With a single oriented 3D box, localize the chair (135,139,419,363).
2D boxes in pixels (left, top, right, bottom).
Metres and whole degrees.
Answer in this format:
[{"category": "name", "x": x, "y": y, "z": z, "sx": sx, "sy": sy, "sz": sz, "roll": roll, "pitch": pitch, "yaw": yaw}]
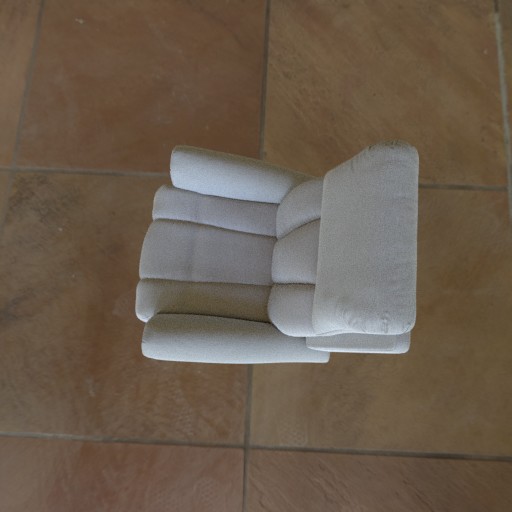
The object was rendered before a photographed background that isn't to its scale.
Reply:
[{"category": "chair", "x": 0.000, "y": 0.000, "z": 1.762, "sx": 0.979, "sy": 1.031, "sz": 0.871, "roll": 6, "pitch": 77, "yaw": 1}]
